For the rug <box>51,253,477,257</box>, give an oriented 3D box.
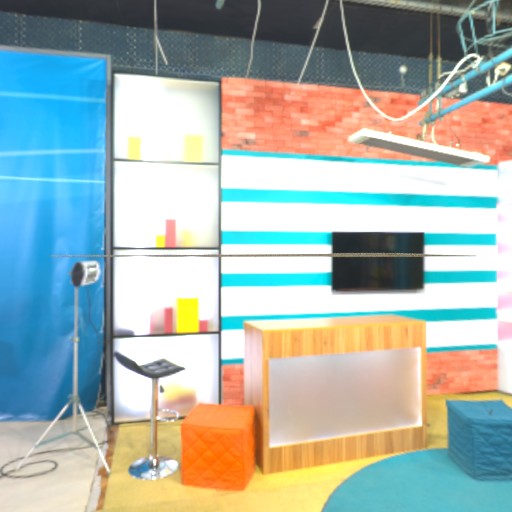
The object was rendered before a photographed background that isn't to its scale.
[{"bbox_3d":[0.000,0.000,2.166,1.747,0.006,1.143,0,0,37],"label":"rug"}]
